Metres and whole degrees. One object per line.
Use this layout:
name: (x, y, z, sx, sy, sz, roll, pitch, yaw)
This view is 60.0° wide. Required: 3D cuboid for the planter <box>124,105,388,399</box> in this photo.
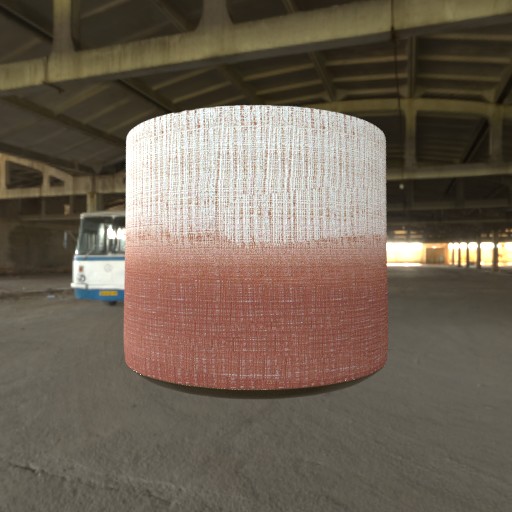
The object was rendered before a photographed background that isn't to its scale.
planter: (0.000, 0.000, 0.444, 0.254, 0.221, 0.254, 0, 0, 0)
